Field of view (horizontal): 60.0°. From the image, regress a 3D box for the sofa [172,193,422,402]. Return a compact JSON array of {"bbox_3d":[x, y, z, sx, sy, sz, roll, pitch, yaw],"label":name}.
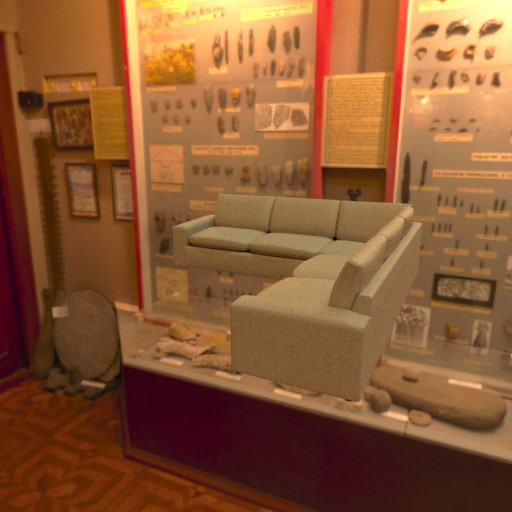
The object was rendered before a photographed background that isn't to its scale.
[{"bbox_3d":[0.000,0.000,4.130,2.622,0.800,2.742,7,16,25],"label":"sofa"}]
